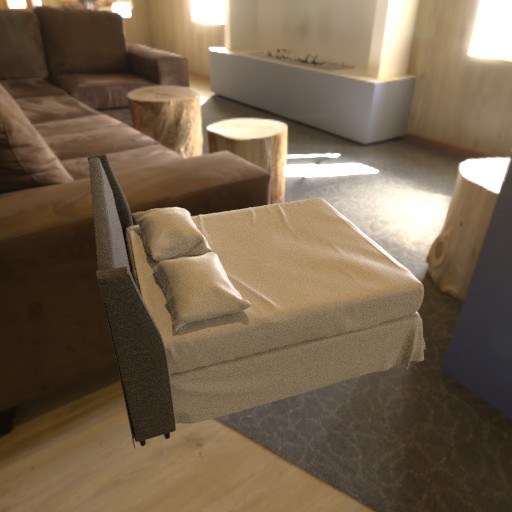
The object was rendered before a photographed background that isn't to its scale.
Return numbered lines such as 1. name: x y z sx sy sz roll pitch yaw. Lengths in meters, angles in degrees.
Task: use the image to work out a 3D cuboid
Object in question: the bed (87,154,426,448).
1. bed: 0.000 0.000 3.502 2.276 1.332 1.925 -10 33 -16
